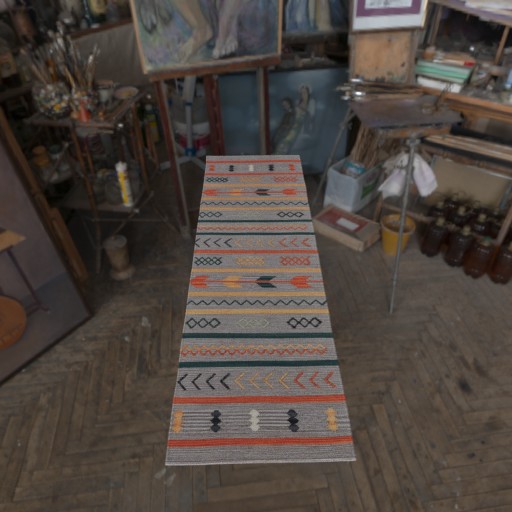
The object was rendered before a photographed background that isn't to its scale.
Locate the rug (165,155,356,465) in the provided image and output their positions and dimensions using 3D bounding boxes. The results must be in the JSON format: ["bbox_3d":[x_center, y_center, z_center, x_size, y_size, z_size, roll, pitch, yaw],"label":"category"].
[{"bbox_3d":[0.000,0.000,2.613,0.744,0.022,2.419,-1,41,-1],"label":"rug"}]
